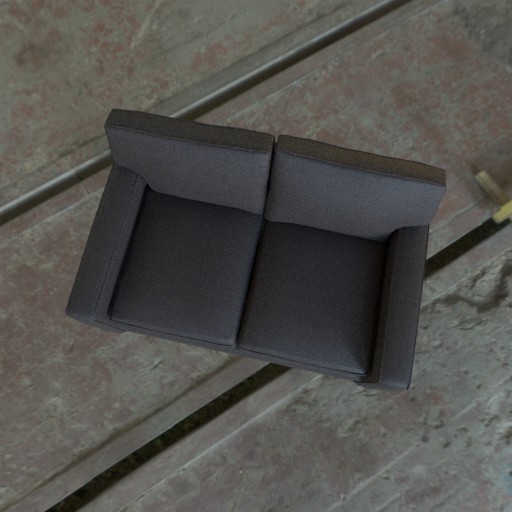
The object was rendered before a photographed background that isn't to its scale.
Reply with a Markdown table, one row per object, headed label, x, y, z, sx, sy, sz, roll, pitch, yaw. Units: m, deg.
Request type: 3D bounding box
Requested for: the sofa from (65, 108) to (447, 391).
| label | x | y | z | sx | sy | sz | roll | pitch | yaw |
| --- | --- | --- | --- | --- | --- | --- | --- | --- | --- |
| sofa | 0.000 | 0.000 | 2.144 | 1.534 | 0.887 | 0.974 | 12 | 75 | 3 |
